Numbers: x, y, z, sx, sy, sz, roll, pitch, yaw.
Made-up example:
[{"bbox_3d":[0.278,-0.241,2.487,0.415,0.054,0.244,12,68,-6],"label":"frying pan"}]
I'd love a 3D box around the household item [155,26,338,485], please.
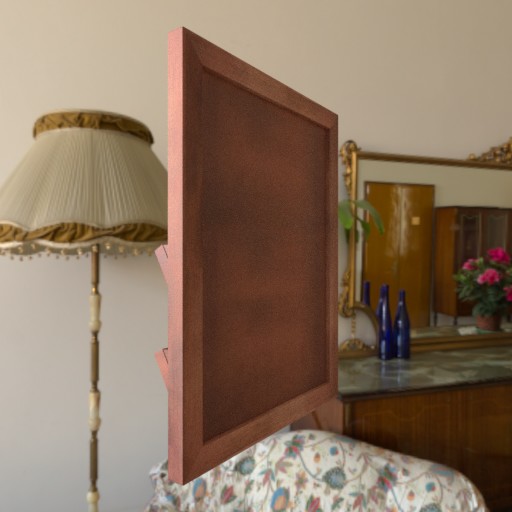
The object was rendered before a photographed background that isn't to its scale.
[{"bbox_3d":[0.000,0.000,0.536,0.067,0.407,0.310,0,0,36],"label":"household item"}]
